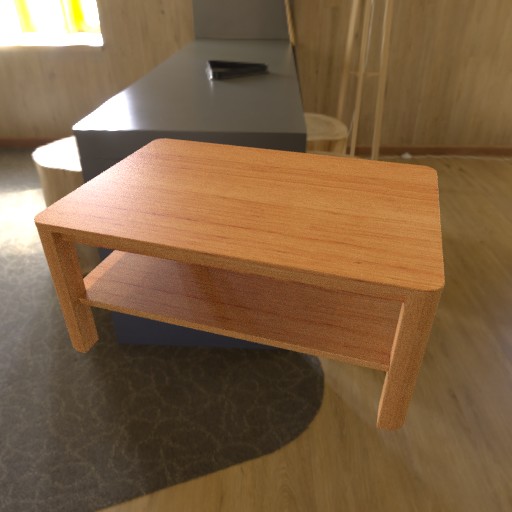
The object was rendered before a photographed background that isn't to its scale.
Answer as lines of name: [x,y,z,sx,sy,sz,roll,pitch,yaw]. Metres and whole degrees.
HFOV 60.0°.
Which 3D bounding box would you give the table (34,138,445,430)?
table: [0.000,0.000,1.391,0.997,0.445,0.696,10,34,15]
